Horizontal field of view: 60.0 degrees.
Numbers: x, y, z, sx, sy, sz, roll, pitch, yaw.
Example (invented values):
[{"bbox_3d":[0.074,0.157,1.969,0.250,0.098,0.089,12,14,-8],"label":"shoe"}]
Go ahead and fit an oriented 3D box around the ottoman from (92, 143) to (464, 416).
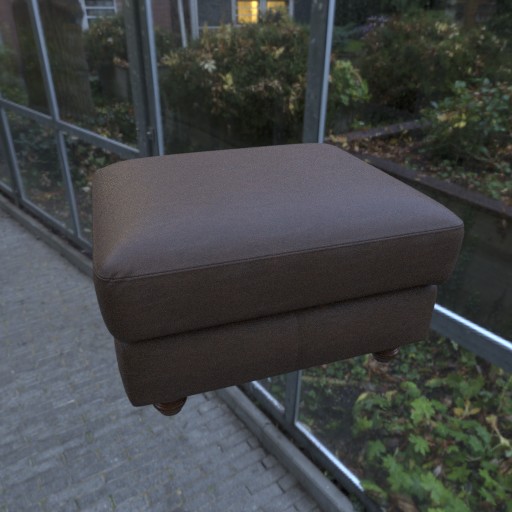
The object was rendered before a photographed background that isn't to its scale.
[{"bbox_3d":[0.000,0.000,1.186,0.787,0.508,0.635,-9,30,-16],"label":"ottoman"}]
